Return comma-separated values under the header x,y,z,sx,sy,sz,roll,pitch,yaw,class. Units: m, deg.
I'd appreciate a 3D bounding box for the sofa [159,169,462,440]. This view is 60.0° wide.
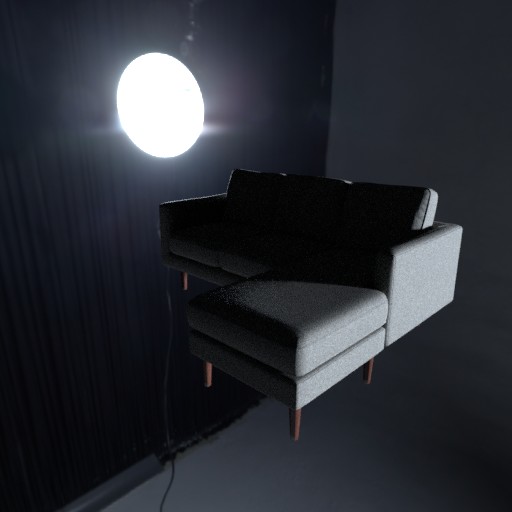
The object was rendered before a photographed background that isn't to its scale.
x,y,z,sx,sy,sz,roll,pitch,yaw,class
0.000,0.000,2.969,2.055,0.957,1.667,16,23,42,sofa
